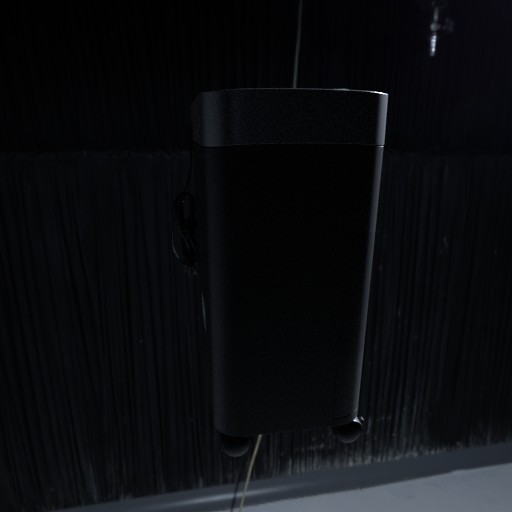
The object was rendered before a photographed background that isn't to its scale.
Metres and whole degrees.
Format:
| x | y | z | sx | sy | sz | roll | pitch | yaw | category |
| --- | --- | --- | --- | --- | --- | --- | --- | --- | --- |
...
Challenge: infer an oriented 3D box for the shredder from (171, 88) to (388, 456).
| x | y | z | sx | sy | sz | roll | pitch | yaw | category |
| --- | --- | --- | --- | --- | --- | --- | --- | --- | --- |
| 0.000 | 0.000 | 0.618 | 0.237 | 0.419 | 0.311 | -3 | 17 | -9 | shredder |
